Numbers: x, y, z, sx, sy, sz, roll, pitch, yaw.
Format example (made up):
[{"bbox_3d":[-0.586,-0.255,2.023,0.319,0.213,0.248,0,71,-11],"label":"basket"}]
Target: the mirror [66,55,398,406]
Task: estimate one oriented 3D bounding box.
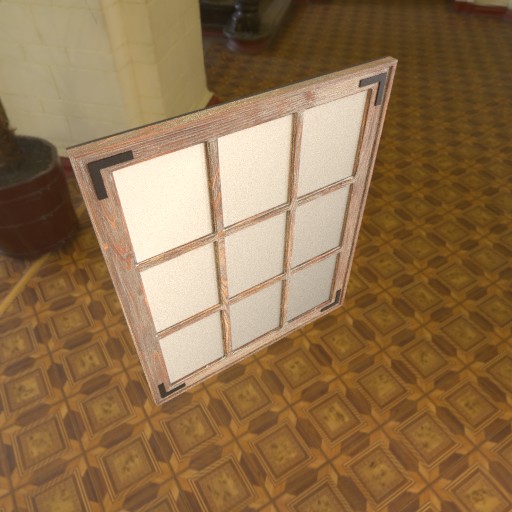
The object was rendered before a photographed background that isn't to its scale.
[{"bbox_3d":[0.000,0.000,1.179,0.730,0.882,0.032,-24,50,-22],"label":"mirror"}]
